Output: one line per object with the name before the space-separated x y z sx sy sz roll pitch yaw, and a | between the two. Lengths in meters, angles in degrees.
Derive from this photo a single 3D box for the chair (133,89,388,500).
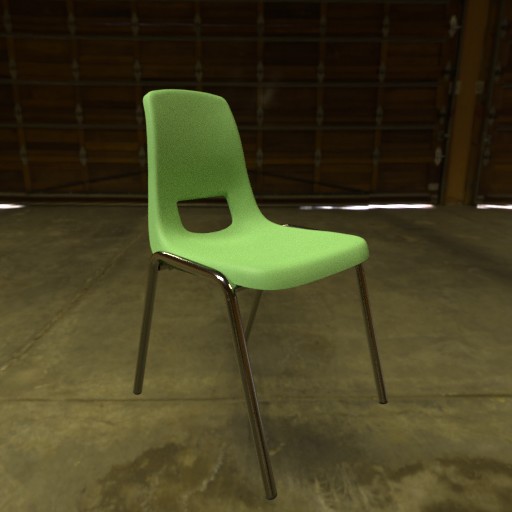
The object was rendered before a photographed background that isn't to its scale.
chair | 0.000 0.000 0.889 0.436 0.653 0.381 14 21 42
